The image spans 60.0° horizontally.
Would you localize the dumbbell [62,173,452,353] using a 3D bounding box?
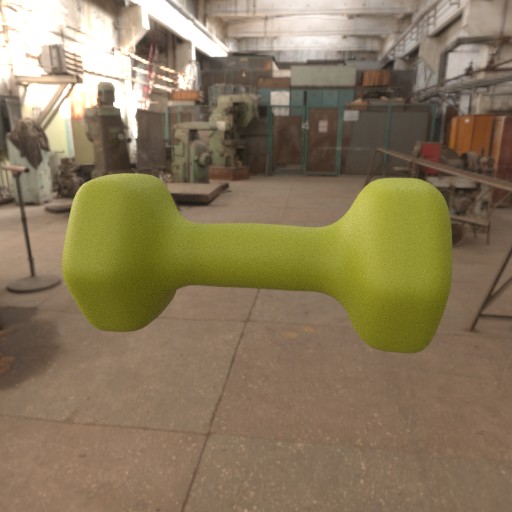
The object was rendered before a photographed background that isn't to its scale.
[{"bbox_3d":[0.000,0.000,0.206,0.164,0.072,0.080,3,16,9],"label":"dumbbell"}]
